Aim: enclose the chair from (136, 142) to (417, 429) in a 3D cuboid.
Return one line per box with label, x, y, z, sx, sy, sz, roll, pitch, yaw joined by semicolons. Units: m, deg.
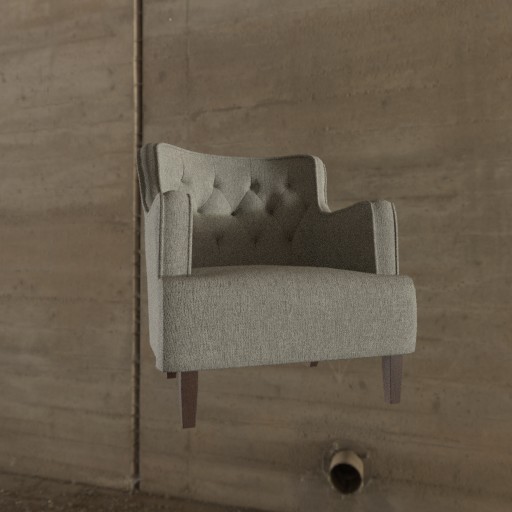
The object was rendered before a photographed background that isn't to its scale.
chair;0.000;0.000;1.622;0.820;0.920;0.910;0;-1;-18
